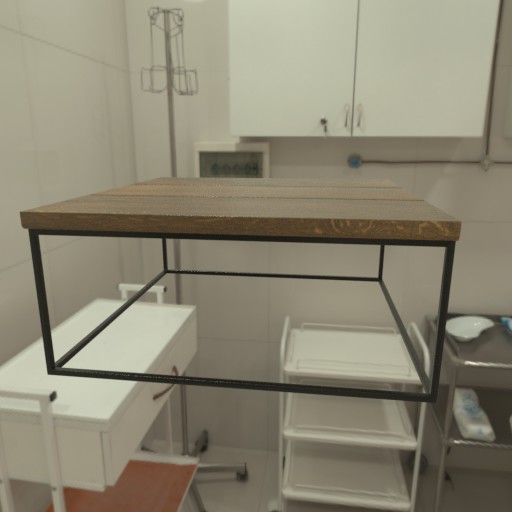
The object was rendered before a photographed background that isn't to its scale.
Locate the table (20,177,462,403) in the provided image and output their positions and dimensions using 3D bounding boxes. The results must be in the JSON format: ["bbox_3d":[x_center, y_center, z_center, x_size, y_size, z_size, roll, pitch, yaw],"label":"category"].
[{"bbox_3d":[0.000,0.000,1.372,0.900,0.400,0.900,2,15,7],"label":"table"}]
